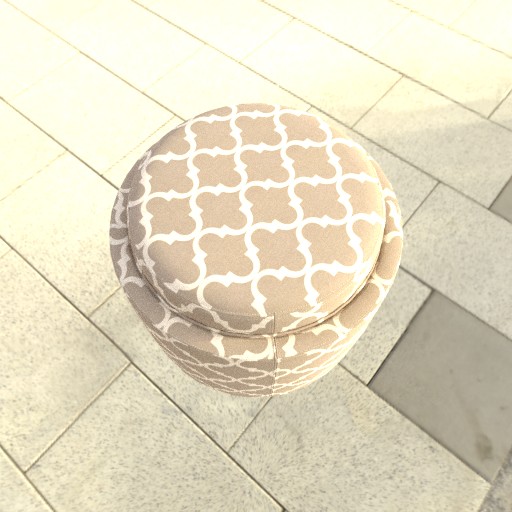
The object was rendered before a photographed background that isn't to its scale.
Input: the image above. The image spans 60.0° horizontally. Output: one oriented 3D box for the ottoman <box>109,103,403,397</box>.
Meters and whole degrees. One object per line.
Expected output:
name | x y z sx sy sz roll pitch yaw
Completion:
ottoman | 0.000 0.000 0.844 0.480 0.429 0.480 0 63 0
